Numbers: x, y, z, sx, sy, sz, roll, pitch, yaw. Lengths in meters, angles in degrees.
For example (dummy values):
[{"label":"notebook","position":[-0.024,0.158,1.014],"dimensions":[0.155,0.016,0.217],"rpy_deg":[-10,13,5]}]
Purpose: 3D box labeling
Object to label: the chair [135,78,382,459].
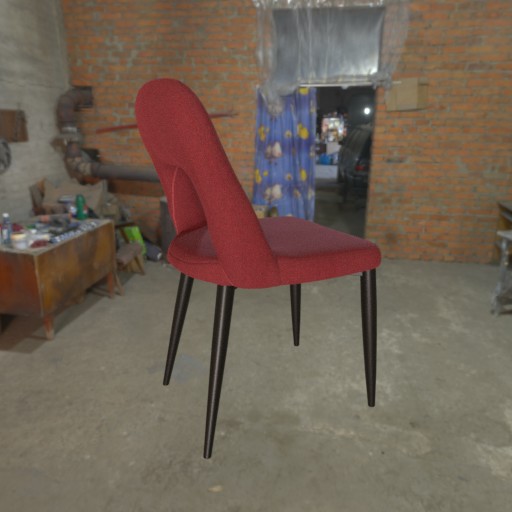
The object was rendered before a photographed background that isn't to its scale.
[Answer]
[{"label":"chair","position":[0.000,0.000,1.232],"dimensions":[0.569,0.892,0.483],"rpy_deg":[-8,18,-26]}]
